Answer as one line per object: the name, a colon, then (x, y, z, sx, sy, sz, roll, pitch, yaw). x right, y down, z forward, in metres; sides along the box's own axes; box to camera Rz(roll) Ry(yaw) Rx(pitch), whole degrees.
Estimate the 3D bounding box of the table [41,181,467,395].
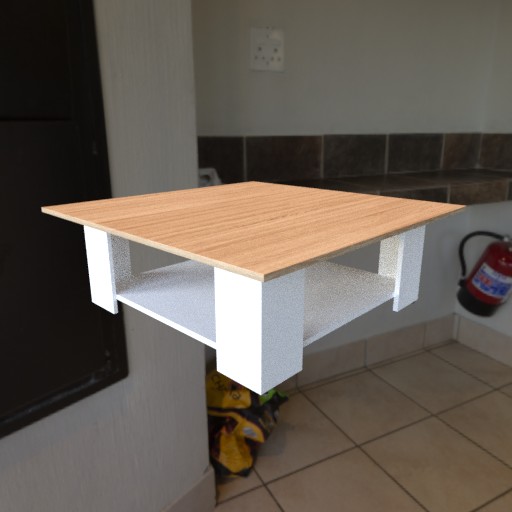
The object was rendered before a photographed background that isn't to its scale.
table: (0.000, 0.000, 1.354, 0.890, 0.305, 0.890, 15, 22, 42)
